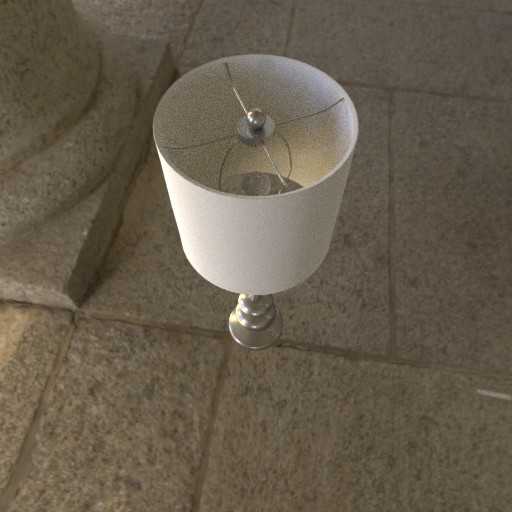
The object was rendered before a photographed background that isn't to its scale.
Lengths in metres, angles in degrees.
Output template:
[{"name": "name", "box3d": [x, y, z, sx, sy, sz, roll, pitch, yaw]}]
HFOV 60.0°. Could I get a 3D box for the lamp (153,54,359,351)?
[{"name": "lamp", "box3d": [0.000, 0.000, 0.834, 0.254, 0.690, 0.254, -18, 61, -10]}]
